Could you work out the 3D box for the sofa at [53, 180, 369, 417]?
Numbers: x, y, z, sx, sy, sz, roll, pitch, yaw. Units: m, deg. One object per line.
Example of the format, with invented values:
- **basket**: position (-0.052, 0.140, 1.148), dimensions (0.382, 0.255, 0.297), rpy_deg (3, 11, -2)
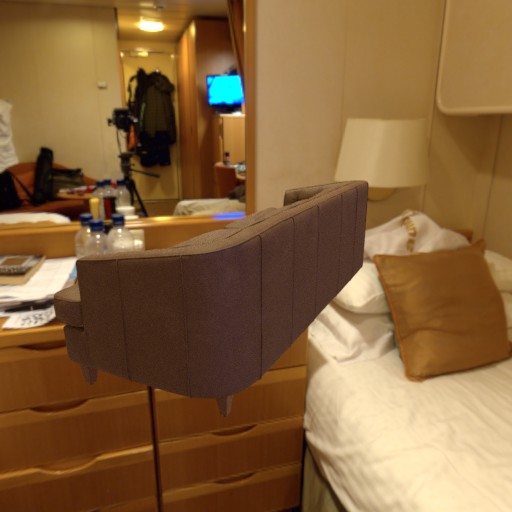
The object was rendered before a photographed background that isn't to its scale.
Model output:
- **sofa**: position (0.000, 0.000, 2.691), dimensions (0.927, 0.787, 2.227), rpy_deg (8, 19, 26)
